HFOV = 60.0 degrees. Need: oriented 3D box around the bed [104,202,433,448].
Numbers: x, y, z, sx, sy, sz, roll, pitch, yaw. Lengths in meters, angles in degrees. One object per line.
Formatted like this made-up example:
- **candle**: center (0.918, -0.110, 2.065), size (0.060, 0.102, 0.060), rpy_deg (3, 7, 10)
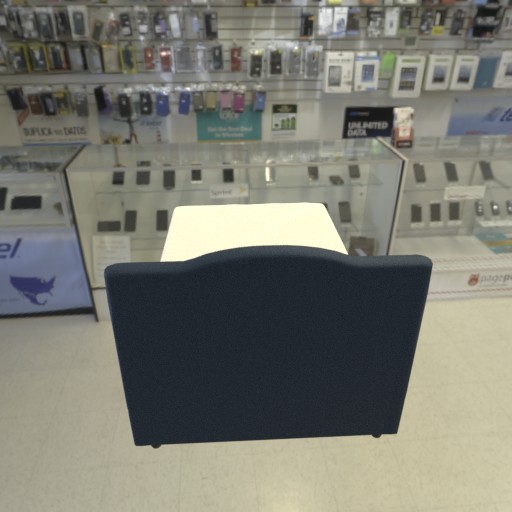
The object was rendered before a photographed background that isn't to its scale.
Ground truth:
- **bed**: center (0.000, 0.000, 3.618), size (1.741, 1.441, 2.507), rpy_deg (-2, 29, -3)
